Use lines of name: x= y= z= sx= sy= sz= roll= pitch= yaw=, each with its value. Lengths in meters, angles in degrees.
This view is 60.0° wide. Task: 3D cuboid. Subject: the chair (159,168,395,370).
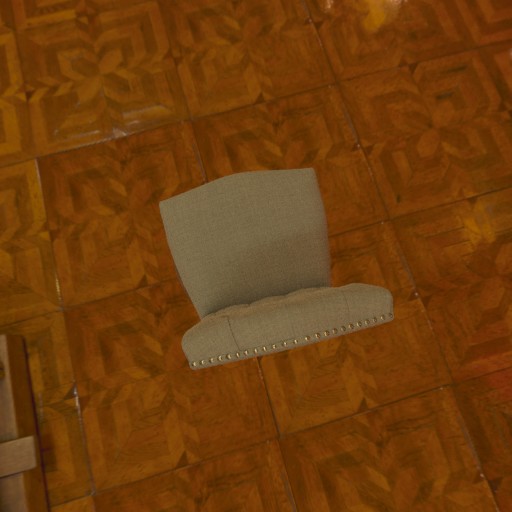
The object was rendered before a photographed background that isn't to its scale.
chair: x=0.000 y=0.000 z=1.583 sx=0.637 sy=1.191 sz=0.731 roll=-13 pitch=75 yaw=-4
